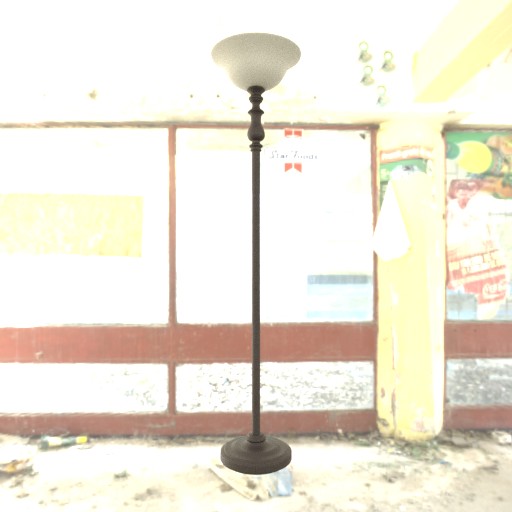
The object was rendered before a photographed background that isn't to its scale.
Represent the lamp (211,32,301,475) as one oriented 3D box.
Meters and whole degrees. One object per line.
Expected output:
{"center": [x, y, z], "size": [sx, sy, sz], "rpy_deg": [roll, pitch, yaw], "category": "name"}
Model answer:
{"center": [0.000, 0.000, 1.969], "size": [0.405, 1.797, 0.405], "rpy_deg": [0, -1, 19], "category": "lamp"}
